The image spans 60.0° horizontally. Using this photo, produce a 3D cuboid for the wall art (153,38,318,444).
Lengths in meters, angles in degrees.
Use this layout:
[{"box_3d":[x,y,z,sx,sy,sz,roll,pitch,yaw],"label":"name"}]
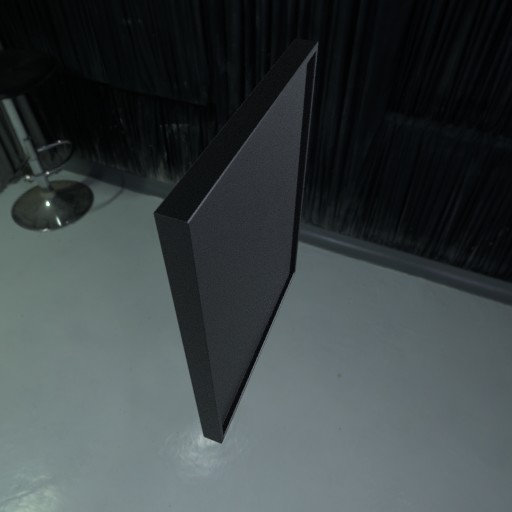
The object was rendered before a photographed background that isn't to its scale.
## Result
[{"box_3d":[0.000,0.000,0.763,0.039,0.555,0.449,16,49,14],"label":"wall art"}]
